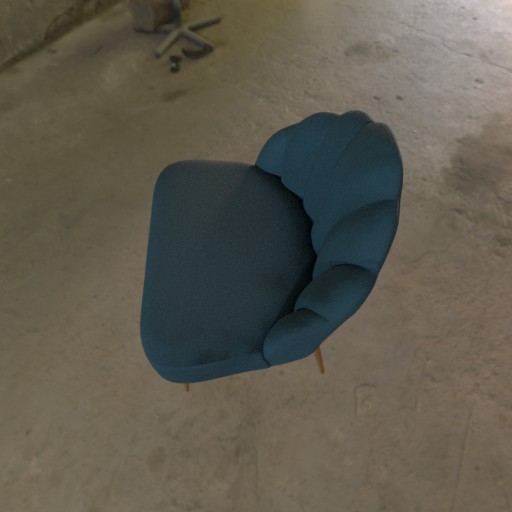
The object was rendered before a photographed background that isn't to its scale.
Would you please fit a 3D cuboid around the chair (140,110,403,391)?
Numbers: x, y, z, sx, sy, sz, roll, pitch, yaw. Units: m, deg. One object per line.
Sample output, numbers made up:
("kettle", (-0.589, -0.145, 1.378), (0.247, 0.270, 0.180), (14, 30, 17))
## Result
("chair", (0.000, 0.000, 1.245), (0.599, 0.819, 0.657), (-2, 57, -1))
